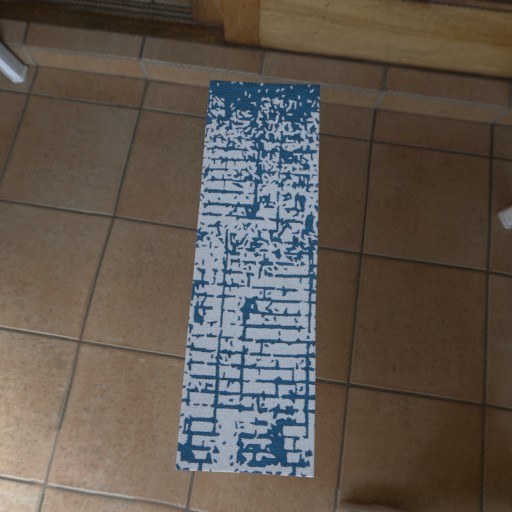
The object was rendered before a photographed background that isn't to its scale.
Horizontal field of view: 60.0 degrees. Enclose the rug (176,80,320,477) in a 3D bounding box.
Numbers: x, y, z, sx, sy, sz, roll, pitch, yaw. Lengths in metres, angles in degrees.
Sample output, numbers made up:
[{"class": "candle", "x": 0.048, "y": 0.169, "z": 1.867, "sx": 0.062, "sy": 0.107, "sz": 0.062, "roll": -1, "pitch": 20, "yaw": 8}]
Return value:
[{"class": "rug", "x": 0.000, "y": 0.000, "z": 2.704, "sx": 0.750, "sy": 0.011, "sz": 2.435, "roll": 3, "pitch": 76, "yaw": 1}]
